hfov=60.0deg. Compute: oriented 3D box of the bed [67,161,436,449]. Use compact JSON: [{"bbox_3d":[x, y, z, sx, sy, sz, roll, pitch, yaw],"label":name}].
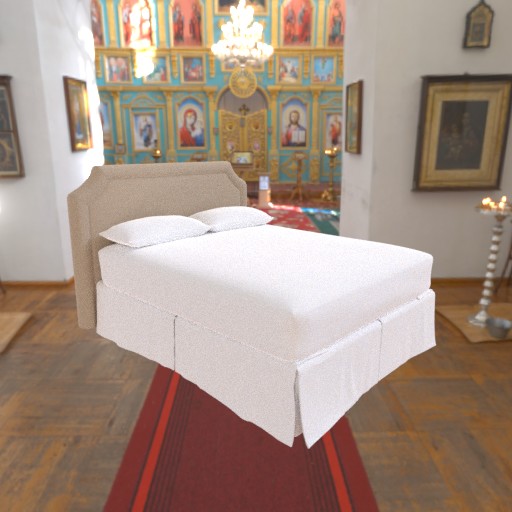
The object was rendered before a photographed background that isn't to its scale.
[{"bbox_3d":[0.000,0.000,3.294,2.204,1.301,1.828,13,19,42],"label":"bed"}]
